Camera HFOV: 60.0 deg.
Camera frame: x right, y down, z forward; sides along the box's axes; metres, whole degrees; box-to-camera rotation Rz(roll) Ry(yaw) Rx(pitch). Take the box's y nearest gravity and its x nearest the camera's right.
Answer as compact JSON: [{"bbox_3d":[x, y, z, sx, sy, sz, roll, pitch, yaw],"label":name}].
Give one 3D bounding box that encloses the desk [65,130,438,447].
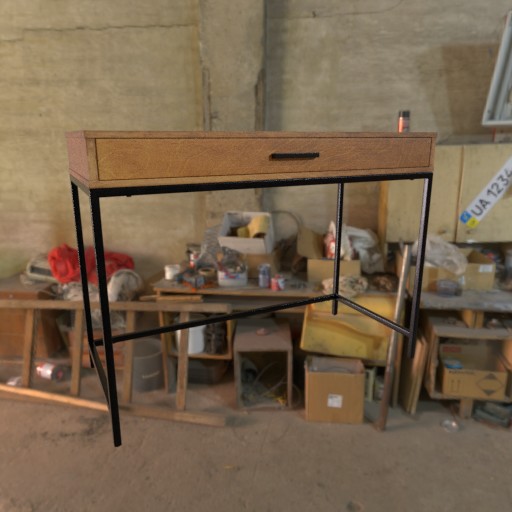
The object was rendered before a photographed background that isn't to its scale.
[{"bbox_3d":[0.000,0.000,1.416,1.016,0.762,0.470,-8,17,-26],"label":"desk"}]
